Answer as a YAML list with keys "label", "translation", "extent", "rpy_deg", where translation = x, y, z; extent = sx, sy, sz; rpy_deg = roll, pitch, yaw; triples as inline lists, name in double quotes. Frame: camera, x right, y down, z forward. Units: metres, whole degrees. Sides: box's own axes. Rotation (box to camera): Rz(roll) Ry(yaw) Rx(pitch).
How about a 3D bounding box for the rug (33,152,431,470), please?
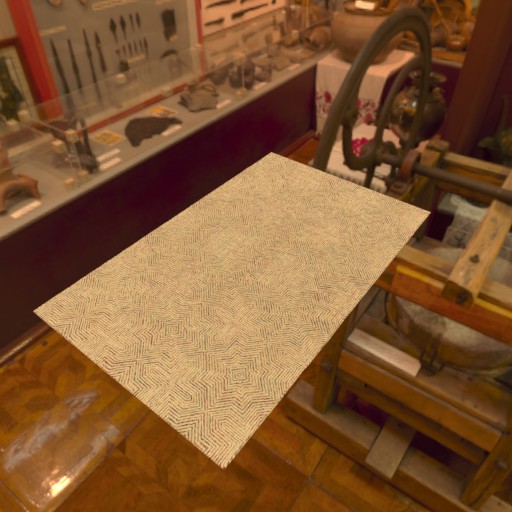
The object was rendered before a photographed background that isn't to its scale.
- label: "rug"
  translation: [0.000, 0.000, 3.032]
  extent: [1.519, 0.007, 2.428]
  rpy_deg: [27, 49, 27]
